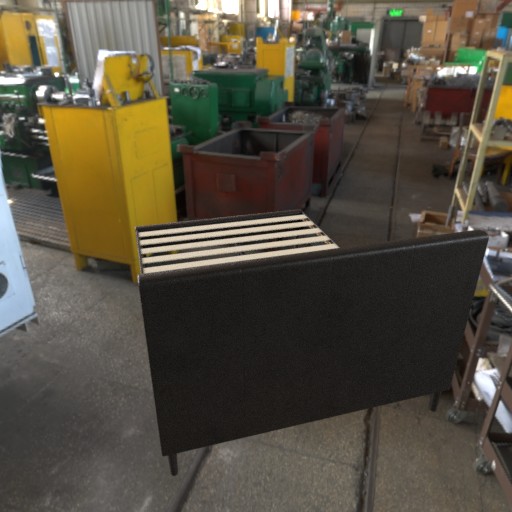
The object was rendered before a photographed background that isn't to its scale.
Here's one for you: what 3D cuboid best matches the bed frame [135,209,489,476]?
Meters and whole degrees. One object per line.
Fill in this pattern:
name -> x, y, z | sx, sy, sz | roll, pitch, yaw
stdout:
bed frame -> 0.000, 0.000, 2.867 | 1.469, 1.046, 2.152 | -7, 28, -14
